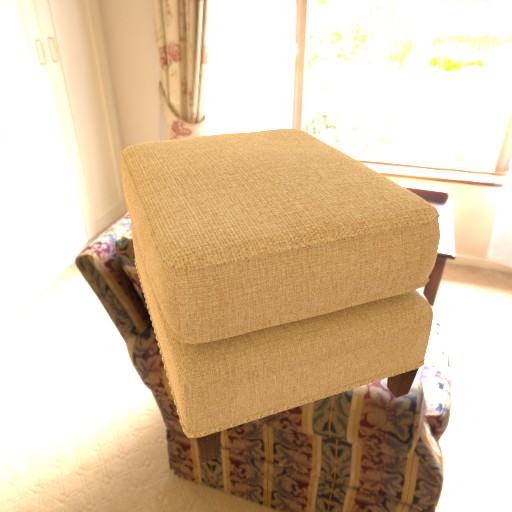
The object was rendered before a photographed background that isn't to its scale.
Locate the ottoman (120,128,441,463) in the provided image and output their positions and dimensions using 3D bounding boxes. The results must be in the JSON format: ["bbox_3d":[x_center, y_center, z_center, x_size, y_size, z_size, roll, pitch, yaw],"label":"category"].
[{"bbox_3d":[0.000,0.000,1.163,0.589,0.537,0.738,-11,33,-18],"label":"ottoman"}]
